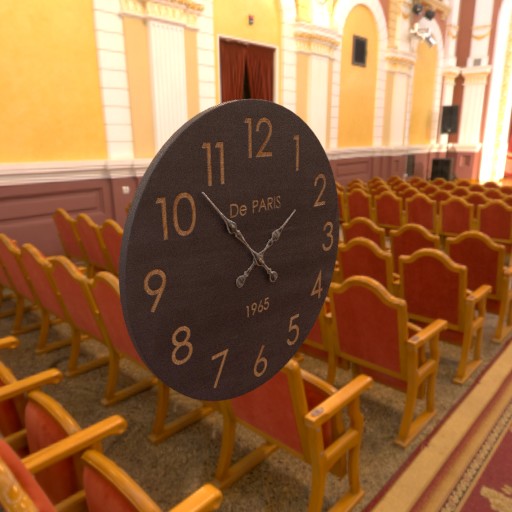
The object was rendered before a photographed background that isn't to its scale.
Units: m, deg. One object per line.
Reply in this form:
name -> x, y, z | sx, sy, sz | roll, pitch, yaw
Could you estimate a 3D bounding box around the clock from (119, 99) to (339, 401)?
clock -> 0.000, 0.000, 0.891 | 0.029, 0.595, 0.595 | 14, 21, 41
